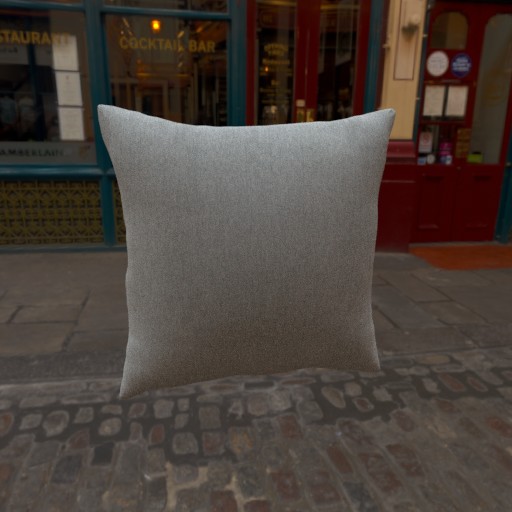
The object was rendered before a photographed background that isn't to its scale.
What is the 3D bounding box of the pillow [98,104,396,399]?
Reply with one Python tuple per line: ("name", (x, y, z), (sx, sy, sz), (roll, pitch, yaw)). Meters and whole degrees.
("pillow", (0.000, 0.000, 0.680), (0.433, 0.436, 0.173), (-3, 15, -10))
